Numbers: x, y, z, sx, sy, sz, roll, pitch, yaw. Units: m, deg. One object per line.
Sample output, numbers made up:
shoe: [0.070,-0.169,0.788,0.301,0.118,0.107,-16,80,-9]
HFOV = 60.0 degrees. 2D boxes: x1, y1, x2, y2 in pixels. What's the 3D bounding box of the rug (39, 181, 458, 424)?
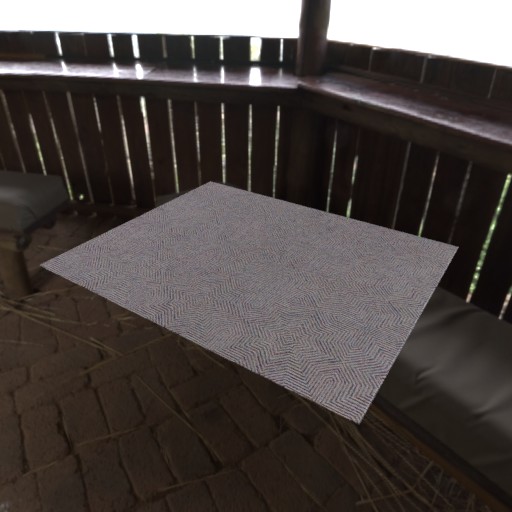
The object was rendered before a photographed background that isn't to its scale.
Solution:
rug: [0.000,0.000,4.113,3.046,0.008,2.442,19,36,29]
